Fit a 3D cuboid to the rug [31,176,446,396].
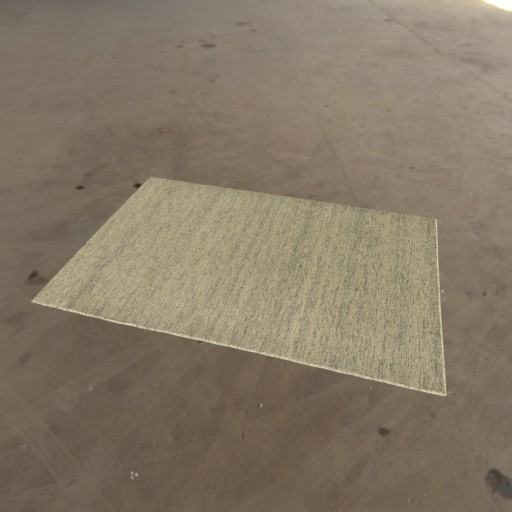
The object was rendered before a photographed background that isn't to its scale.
[{"bbox_3d":[0.000,0.000,2.330,1.846,0.014,1.243,10,40,12],"label":"rug"}]
